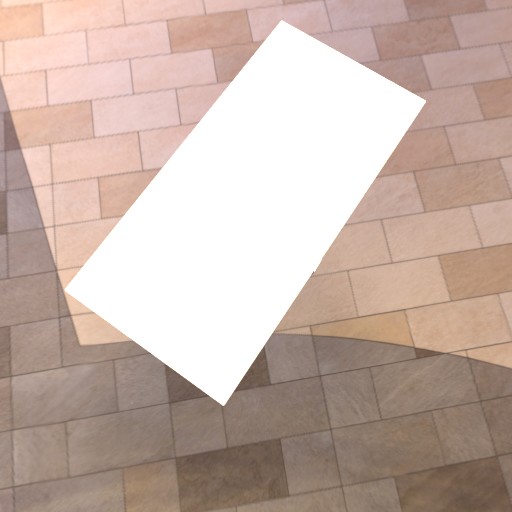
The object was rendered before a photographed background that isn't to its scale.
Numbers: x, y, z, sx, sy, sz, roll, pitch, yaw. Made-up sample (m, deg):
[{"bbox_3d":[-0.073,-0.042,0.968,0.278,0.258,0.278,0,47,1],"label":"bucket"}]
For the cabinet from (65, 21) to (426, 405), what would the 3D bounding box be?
[{"bbox_3d":[0.000,0.000,1.107,0.296,0.815,0.600,33,77,8],"label":"cabinet"}]
